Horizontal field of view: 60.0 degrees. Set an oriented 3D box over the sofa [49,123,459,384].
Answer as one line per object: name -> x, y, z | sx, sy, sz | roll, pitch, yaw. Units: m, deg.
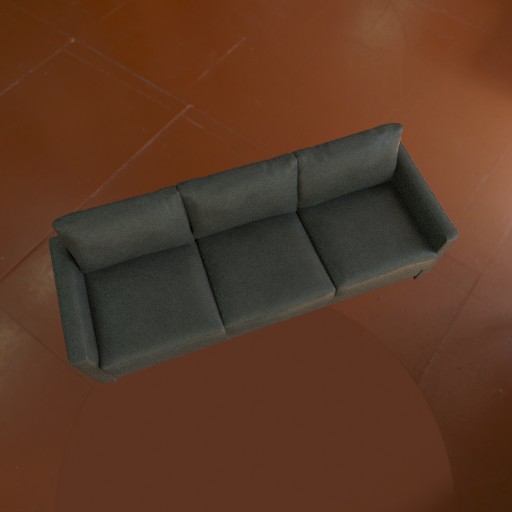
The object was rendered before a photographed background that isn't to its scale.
sofa -> 0.000, 0.000, 2.416 | 2.029, 0.805, 0.748 | -18, 65, -8
